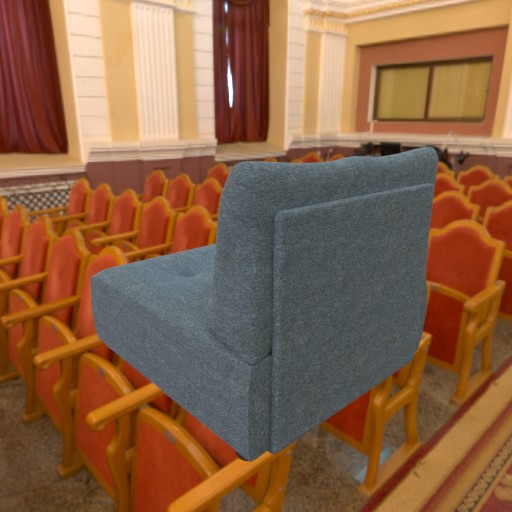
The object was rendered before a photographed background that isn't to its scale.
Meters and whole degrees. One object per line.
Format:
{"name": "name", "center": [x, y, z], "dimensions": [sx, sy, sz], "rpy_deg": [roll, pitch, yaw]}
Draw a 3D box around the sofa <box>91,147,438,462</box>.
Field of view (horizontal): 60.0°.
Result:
{"name": "sofa", "center": [0.000, 0.000, 1.706], "dimensions": [0.930, 0.820, 1.000], "rpy_deg": [-15, 23, -40]}
